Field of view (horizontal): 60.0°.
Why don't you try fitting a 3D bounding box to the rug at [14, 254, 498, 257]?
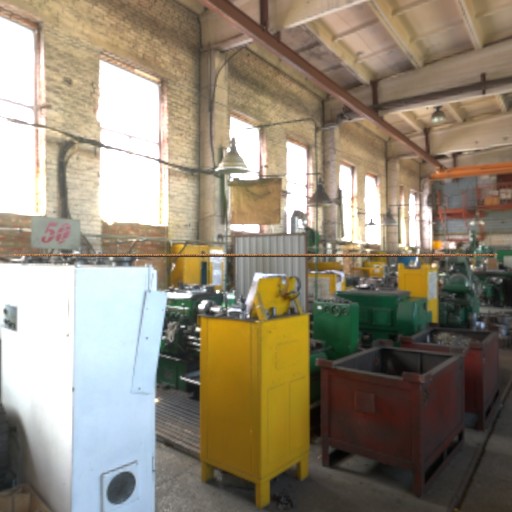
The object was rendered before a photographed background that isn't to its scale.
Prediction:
[{"bbox_3d":[0.000,0.000,2.160,1.747,0.006,1.143,0,0,2],"label":"rug"}]
